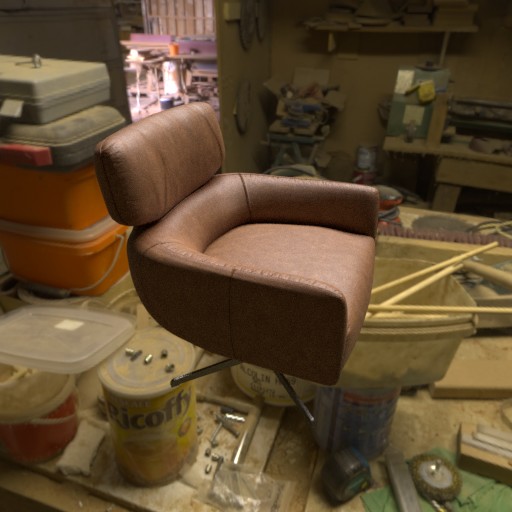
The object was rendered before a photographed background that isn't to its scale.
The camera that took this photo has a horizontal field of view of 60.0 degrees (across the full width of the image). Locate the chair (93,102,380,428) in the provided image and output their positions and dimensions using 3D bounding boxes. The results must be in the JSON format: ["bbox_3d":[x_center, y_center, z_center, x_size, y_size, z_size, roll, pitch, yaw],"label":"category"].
[{"bbox_3d":[0.000,0.000,1.374,0.715,0.812,0.706,10,32,17],"label":"chair"}]
